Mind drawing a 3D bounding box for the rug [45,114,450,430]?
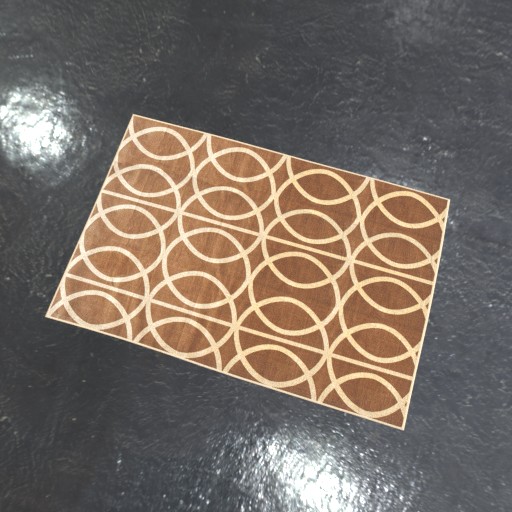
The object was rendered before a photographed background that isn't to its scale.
[{"bbox_3d":[0.000,0.000,2.877,2.294,0.014,1.528,16,75,5],"label":"rug"}]
